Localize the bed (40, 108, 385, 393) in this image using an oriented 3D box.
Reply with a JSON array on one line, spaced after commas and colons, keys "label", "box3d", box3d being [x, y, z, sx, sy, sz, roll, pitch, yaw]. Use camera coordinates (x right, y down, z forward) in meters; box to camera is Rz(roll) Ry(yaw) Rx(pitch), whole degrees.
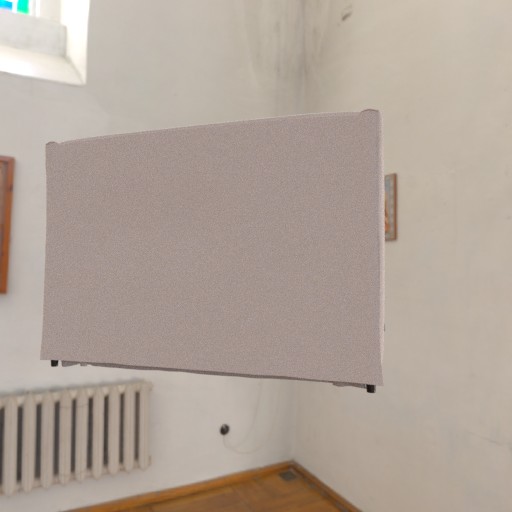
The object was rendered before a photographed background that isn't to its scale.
[{"label": "bed", "box3d": [0.000, 0.000, 3.370, 1.925, 1.332, 2.276, 0, -1, 17]}]
